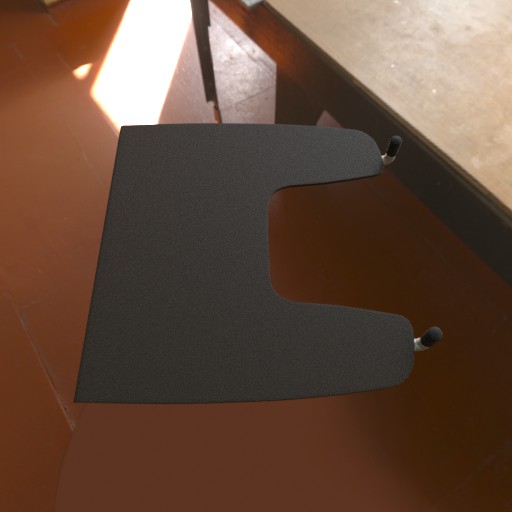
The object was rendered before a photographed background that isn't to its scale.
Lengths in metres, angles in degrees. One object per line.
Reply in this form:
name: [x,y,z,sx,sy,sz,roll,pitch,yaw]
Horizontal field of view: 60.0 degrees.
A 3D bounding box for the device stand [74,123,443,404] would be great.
device stand: [0.000,0.000,0.350,0.230,0.092,0.230,0,63,0]
